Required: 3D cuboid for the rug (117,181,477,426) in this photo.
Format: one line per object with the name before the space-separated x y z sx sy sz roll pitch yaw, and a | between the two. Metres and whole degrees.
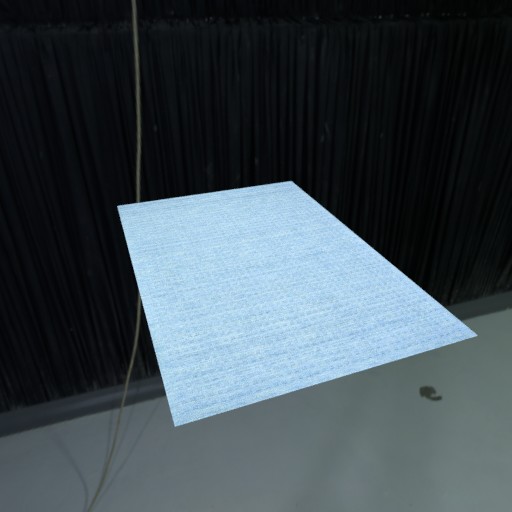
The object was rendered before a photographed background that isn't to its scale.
rug | 0.000 0.000 3.739 1.982 0.006 2.895 -11 33 -18
